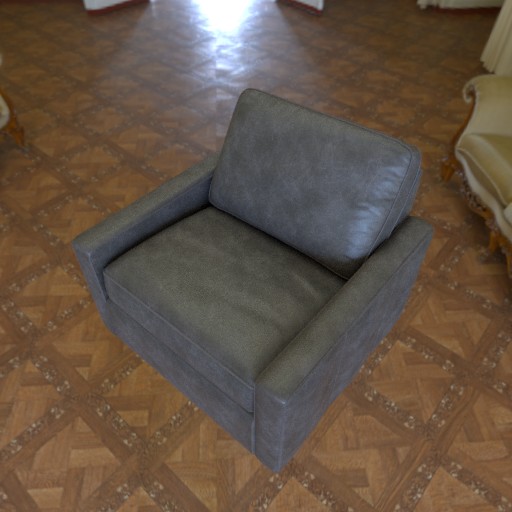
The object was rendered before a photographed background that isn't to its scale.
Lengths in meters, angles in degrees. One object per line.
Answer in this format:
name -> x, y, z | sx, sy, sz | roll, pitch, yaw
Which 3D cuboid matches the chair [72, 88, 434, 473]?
chair -> 0.000, 0.000, 1.705 | 1.006, 0.916, 0.939 | 31, 53, 27
